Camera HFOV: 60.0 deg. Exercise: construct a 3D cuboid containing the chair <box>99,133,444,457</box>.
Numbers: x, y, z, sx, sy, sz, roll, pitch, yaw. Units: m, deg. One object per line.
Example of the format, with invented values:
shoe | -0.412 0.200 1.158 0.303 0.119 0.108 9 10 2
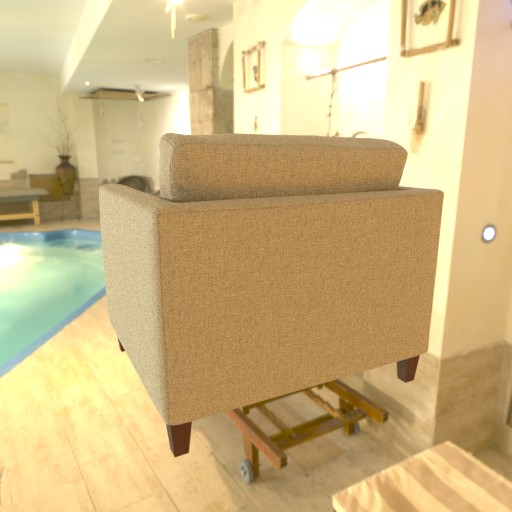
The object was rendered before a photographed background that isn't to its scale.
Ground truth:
chair | 0.000 0.000 1.839 1.107 0.961 0.959 -7 15 -27
